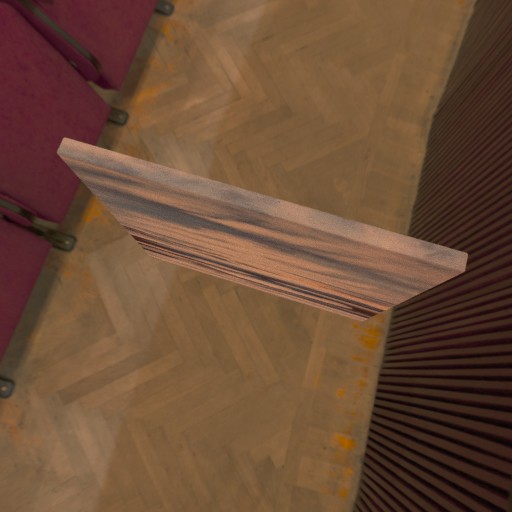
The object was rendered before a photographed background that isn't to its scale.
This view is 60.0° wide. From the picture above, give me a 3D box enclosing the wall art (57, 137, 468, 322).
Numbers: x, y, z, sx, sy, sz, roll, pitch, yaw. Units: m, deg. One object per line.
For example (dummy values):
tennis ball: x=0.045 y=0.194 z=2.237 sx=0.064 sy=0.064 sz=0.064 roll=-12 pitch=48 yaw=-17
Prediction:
wall art: x=0.000 y=0.000 z=1.137 sx=0.747 sy=0.747 sz=0.035 roll=17 pitch=76 yaw=4
